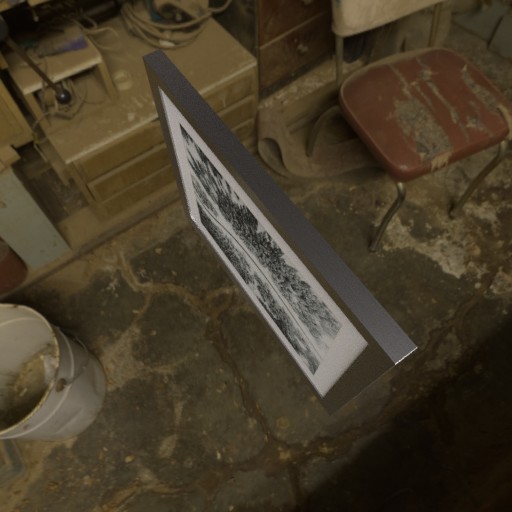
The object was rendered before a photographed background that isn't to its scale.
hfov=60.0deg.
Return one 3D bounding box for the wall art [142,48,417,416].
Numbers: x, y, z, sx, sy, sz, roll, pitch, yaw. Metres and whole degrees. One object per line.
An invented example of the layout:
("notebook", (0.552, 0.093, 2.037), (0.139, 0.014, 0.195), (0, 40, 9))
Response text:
("wall art", (0.000, 0.000, 0.770), (0.032, 0.456, 0.557), (-32, 68, -15))
